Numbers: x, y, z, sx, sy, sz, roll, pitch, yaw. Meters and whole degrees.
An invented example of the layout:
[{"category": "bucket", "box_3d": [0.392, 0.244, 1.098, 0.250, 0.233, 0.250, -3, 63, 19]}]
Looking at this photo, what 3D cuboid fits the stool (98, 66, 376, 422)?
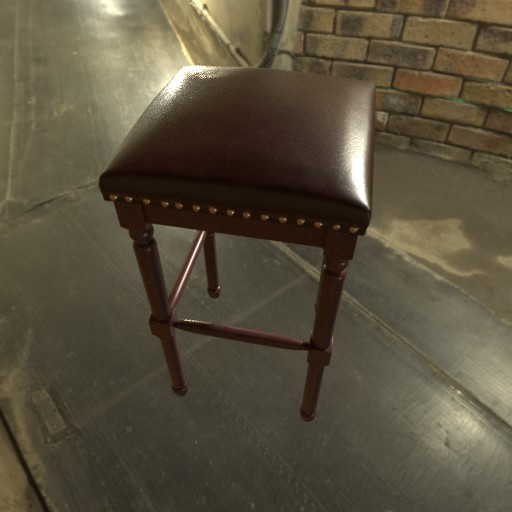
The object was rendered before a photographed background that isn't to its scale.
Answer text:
[{"category": "stool", "box_3d": [0.000, 0.000, 0.933, 0.382, 0.702, 0.383, 8, 46, 8]}]
